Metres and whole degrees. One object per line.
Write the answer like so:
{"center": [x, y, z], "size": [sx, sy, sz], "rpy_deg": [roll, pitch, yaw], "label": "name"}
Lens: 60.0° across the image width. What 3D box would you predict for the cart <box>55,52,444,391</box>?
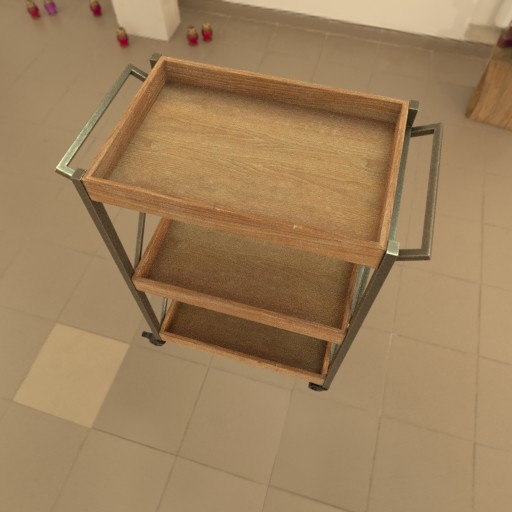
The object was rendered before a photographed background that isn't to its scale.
{"center": [0.000, 0.000, 1.168], "size": [0.673, 0.835, 0.377], "rpy_deg": [14, 60, 8], "label": "cart"}
